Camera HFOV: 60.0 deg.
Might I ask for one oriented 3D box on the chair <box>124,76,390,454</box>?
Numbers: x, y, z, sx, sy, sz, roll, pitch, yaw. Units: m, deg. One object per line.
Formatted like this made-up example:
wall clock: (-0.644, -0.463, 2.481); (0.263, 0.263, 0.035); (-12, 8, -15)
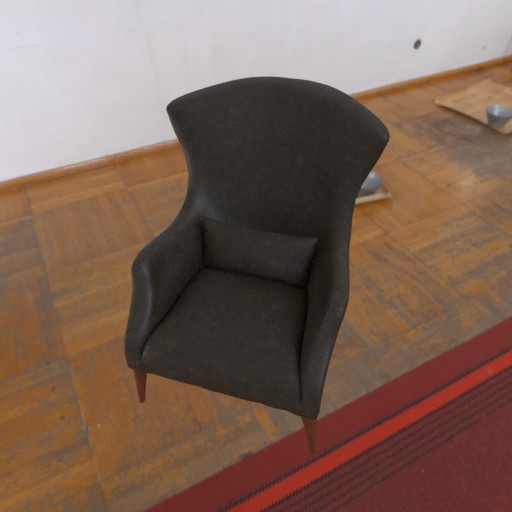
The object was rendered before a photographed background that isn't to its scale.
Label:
chair: (0.000, 0.000, 1.749); (0.819, 1.068, 0.954); (12, 43, 13)
